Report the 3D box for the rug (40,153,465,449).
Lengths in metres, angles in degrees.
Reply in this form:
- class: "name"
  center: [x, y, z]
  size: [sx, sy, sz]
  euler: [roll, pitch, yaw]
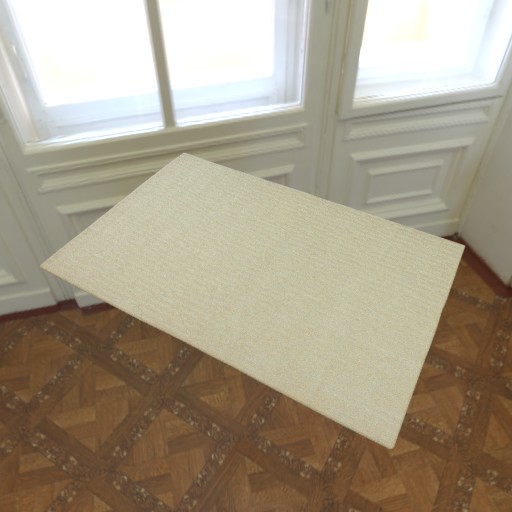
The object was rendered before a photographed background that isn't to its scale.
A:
- class: "rug"
  center: [0.000, 0.000, 2.294]
  size: [1.848, 0.014, 1.238]
  euler: [22, 49, 21]
